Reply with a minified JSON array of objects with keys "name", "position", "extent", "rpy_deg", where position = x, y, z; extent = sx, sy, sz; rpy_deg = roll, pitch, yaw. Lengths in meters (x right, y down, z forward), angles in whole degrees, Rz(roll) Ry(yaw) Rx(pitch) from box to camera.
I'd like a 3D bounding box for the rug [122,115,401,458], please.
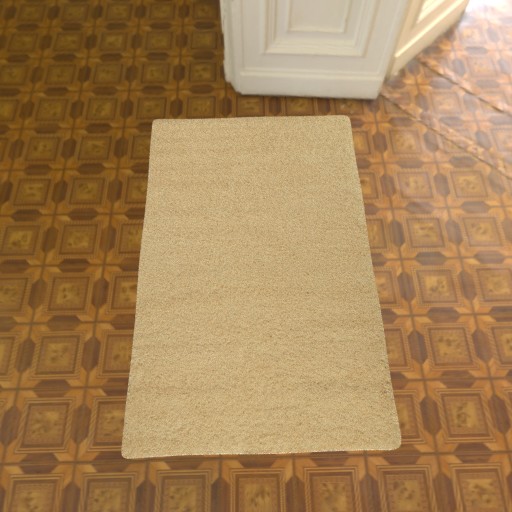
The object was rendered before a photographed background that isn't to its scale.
[{"name":"rug","position":[0.000,0.000,2.875],"extent":[1.500,0.026,2.349],"rpy_deg":[-2,64,-1]}]
